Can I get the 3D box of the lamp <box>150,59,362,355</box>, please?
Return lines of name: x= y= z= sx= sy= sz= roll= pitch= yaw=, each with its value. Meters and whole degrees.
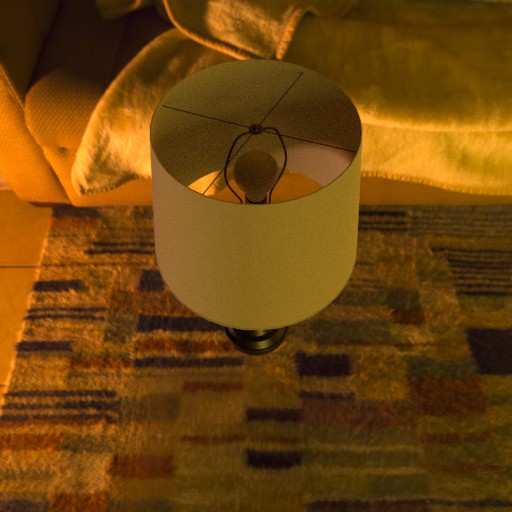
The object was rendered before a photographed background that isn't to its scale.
lamp: x=0.000 y=0.000 z=0.780 sx=0.331 sy=0.594 sz=0.331 roll=0 pitch=58 yaw=0
